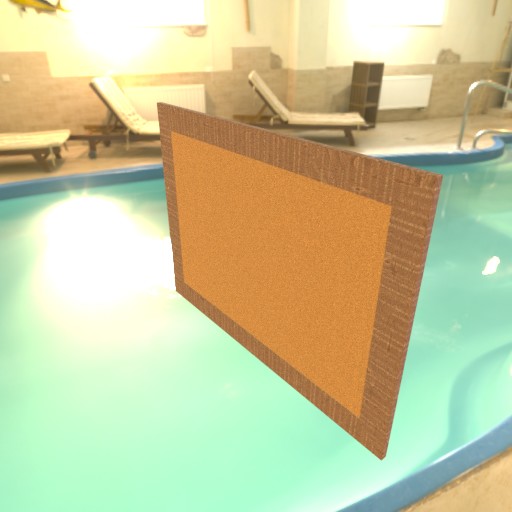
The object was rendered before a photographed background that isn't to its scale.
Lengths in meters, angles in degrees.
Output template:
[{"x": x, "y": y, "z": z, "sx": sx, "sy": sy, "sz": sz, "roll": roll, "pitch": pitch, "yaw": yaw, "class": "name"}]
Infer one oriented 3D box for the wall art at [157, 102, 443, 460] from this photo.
[{"x": 0.000, "y": 0.000, "z": 1.337, "sx": 0.020, "sy": 0.761, "sz": 1.056, "roll": -21, "pitch": 34, "yaw": -34, "class": "wall art"}]
